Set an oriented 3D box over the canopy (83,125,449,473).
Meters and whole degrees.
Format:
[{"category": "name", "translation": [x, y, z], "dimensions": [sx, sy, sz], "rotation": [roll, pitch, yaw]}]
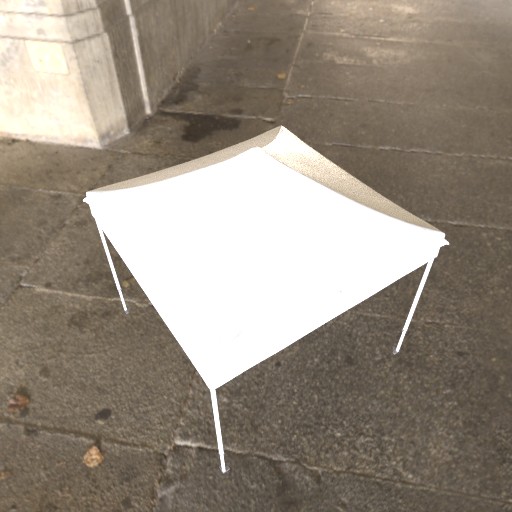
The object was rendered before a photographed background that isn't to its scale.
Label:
[{"category": "canopy", "translation": [0.000, 0.000, 5.445], "dimensions": [2.994, 2.998, 2.996], "rotation": [-26, 50, -24]}]
